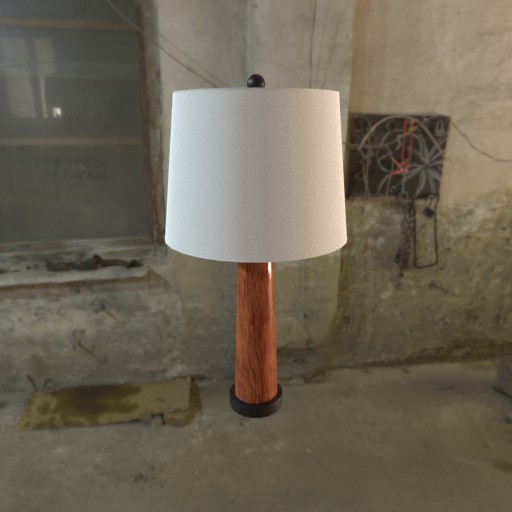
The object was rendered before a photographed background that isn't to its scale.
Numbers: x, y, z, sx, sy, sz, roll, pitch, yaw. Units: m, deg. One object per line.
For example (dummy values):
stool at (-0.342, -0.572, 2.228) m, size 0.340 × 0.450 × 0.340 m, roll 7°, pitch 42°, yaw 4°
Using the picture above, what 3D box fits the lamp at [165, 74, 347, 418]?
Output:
lamp at (0.000, 0.000, 0.875) m, size 0.349 × 0.667 × 0.349 m, roll 0°, pitch 17°, yaw 0°
